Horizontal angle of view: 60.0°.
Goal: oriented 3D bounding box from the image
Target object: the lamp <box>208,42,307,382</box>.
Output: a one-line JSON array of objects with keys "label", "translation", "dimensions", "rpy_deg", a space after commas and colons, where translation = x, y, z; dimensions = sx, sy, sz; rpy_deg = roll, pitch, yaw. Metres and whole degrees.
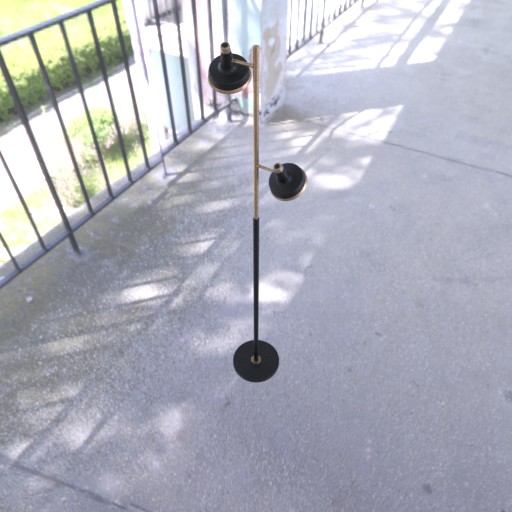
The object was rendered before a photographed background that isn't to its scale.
[{"label": "lamp", "translation": [0.000, 0.000, 1.825], "dimensions": [0.351, 1.674, 0.253], "rpy_deg": [23, 51, 20]}]
